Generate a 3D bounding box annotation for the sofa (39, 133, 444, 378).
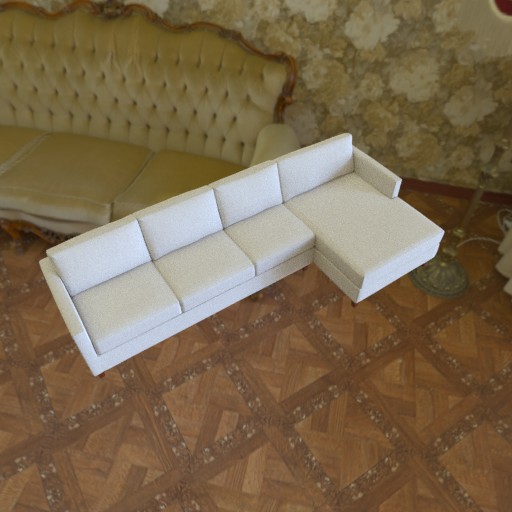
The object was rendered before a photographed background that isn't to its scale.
[{"bbox_3d":[0.000,0.000,4.197,3.471,0.954,1.599,-26,52,-22],"label":"sofa"}]
